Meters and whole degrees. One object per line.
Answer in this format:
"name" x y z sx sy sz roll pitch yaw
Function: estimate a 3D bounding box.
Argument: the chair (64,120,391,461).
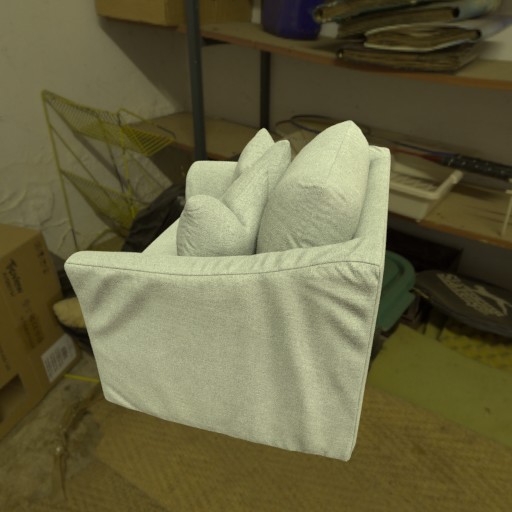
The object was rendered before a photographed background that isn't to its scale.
"chair" 0.000 0.000 1.990 1.071 1.059 1.194 8 31 14
